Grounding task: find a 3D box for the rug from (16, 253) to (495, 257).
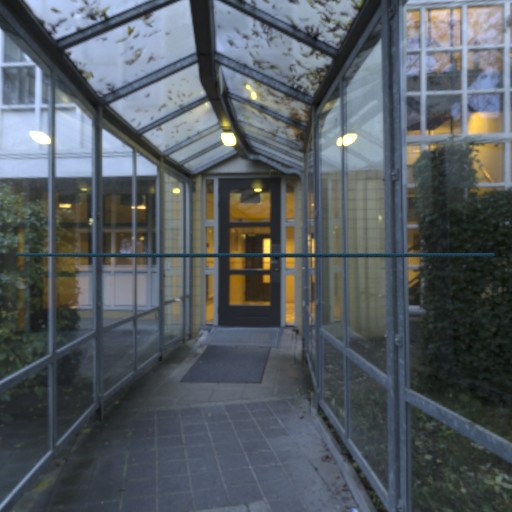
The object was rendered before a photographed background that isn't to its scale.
[{"bbox_3d":[0.000,0.000,2.844,2.213,0.013,1.594,0,0,1],"label":"rug"}]
